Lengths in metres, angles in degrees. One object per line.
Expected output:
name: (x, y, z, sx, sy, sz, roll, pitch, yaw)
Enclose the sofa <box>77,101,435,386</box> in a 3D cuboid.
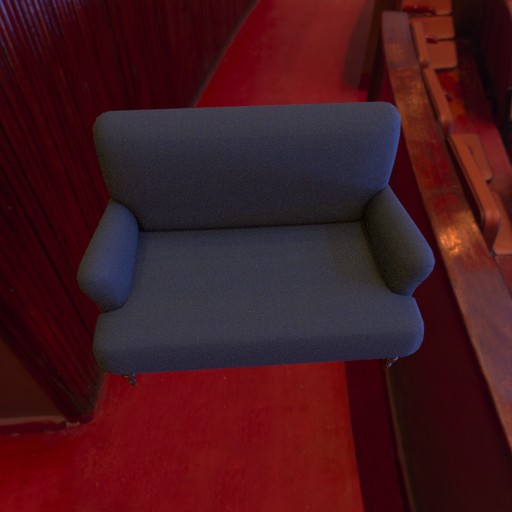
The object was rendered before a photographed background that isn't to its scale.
sofa: (0.000, 0.000, 1.780, 1.297, 0.889, 0.779, -3, 48, -3)
